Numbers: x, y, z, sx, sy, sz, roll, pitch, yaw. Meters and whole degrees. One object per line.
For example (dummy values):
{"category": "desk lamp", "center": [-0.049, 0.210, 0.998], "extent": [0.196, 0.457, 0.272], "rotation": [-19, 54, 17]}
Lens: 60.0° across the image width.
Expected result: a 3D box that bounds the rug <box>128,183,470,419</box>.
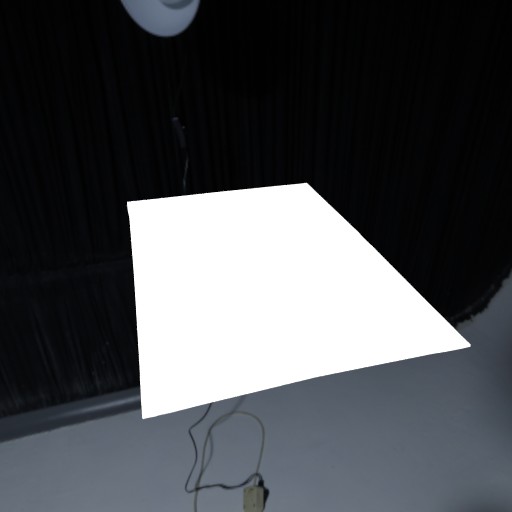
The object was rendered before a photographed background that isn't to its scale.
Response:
{"category": "rug", "center": [0.000, 0.000, 3.737], "extent": [2.032, 0.038, 2.869], "rotation": [-8, 32, -13]}
